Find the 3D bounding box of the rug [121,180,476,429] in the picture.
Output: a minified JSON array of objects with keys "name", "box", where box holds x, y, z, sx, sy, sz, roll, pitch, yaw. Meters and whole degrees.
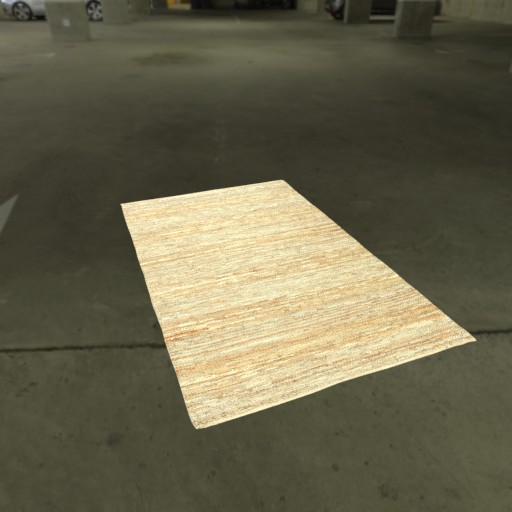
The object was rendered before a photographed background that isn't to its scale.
[{"name":"rug","box":[0.000,0.000,3.057,1.529,0.009,2.446,-12,33,-18]}]
